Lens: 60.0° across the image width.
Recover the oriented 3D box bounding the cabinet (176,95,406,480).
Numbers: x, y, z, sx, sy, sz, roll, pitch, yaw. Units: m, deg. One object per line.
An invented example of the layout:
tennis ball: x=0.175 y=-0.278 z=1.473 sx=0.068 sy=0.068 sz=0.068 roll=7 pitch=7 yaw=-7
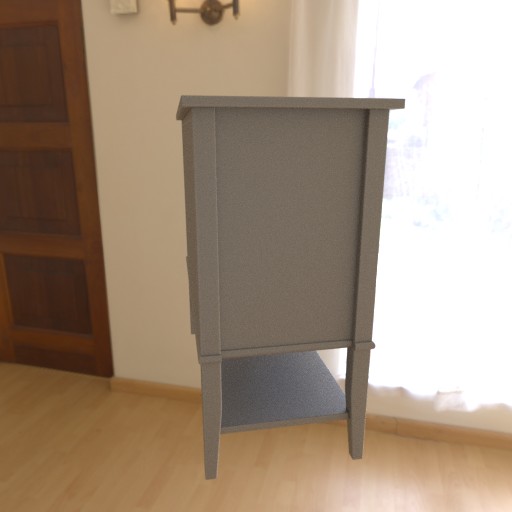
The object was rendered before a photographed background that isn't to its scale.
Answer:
cabinet: x=0.000 y=0.000 z=1.239 sx=0.396 sy=0.780 sz=0.801 roll=-3 pitch=16 yaw=-10
